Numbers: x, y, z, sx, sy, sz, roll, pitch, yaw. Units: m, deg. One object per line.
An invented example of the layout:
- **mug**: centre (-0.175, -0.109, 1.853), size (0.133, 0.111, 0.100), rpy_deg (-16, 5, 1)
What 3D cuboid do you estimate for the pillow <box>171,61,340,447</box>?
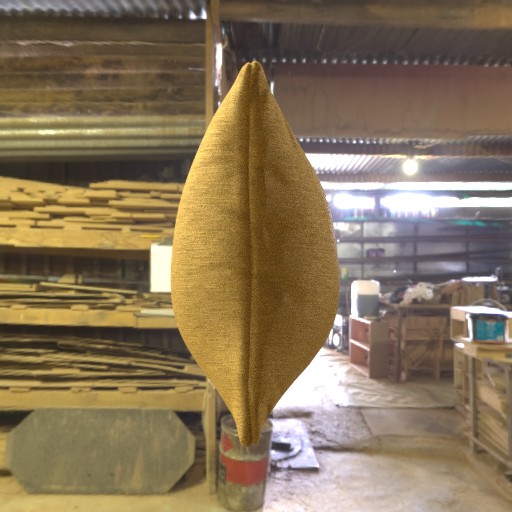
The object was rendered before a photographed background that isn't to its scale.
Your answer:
- **pillow**: centre (0.000, 0.000, 0.684), size (0.247, 0.417, 0.435), rpy_deg (0, -1, 1)
